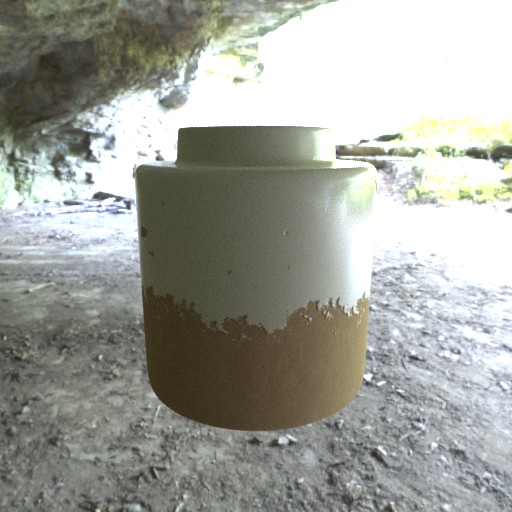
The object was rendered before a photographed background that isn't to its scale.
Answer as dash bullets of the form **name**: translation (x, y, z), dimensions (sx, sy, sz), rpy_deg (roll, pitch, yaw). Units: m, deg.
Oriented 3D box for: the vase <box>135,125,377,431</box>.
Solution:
- **vase**: translation (0.000, 0.000, 0.301), dimensions (0.153, 0.167, 0.153), rpy_deg (0, 15, 0)
